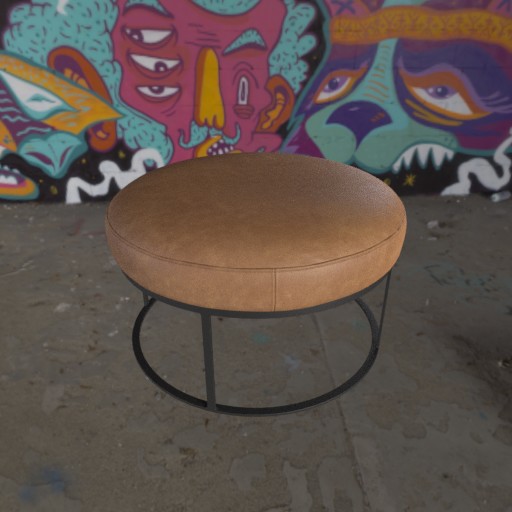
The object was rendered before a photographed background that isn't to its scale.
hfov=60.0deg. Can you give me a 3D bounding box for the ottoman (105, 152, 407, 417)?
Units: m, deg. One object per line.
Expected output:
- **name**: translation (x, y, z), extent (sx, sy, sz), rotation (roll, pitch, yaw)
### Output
- **ottoman**: translation (0.000, 0.000, 1.251), extent (0.771, 0.460, 0.771), rotation (0, 28, 0)
